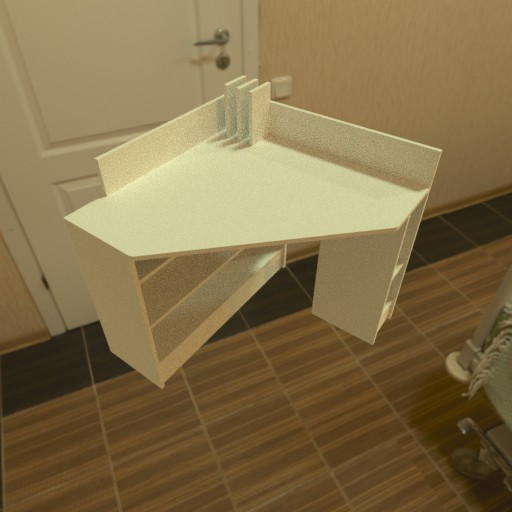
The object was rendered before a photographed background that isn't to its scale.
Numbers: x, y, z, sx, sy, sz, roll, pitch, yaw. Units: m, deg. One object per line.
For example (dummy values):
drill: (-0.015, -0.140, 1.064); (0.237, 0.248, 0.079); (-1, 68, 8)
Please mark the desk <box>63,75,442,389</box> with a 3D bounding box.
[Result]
desk: (0.000, 0.000, 1.758); (0.940, 0.986, 0.940); (26, 48, 26)
